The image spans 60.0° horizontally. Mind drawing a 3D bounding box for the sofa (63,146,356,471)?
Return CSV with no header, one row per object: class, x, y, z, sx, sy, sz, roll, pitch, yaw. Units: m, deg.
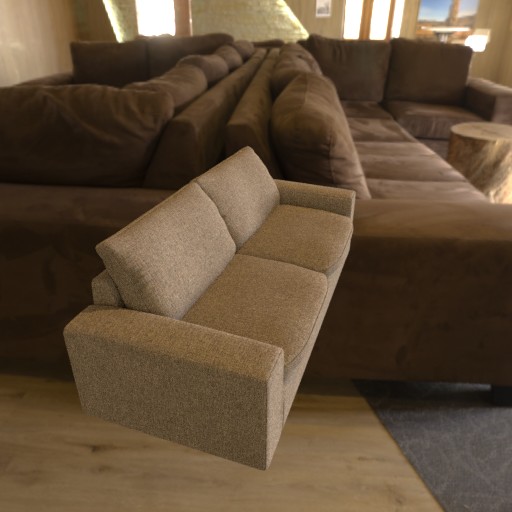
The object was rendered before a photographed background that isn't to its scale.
sofa,0.000,0.000,2.840,1.040,0.922,2.299,10,30,17
